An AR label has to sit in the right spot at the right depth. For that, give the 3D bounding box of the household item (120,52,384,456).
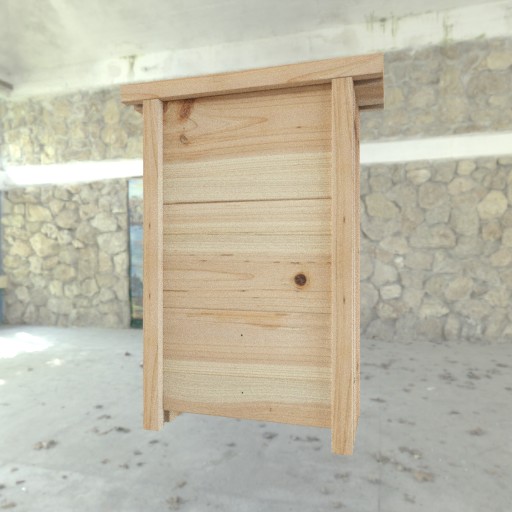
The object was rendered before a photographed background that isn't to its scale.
[{"bbox_3d":[0.000,0.000,0.543,0.301,0.407,0.123,0,0,17],"label":"household item"}]
